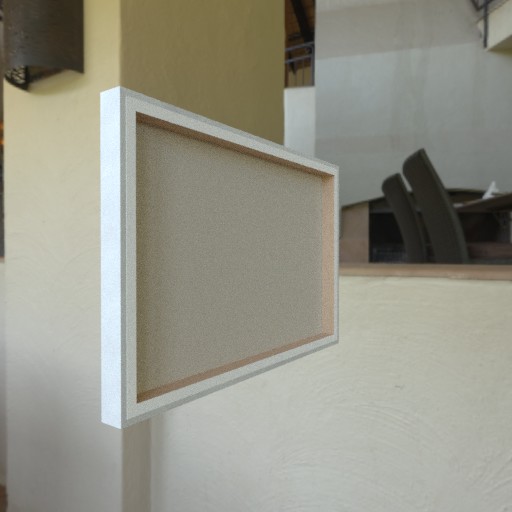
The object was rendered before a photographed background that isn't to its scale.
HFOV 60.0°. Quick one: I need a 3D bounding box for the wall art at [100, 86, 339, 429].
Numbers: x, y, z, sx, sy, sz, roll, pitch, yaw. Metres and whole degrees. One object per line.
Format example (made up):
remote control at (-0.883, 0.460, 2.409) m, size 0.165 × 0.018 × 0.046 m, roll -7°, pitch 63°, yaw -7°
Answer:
wall art at (0.000, 0.000, 0.785) m, size 0.038 × 0.407 × 0.609 m, roll 0°, pitch 1°, yaw 35°
